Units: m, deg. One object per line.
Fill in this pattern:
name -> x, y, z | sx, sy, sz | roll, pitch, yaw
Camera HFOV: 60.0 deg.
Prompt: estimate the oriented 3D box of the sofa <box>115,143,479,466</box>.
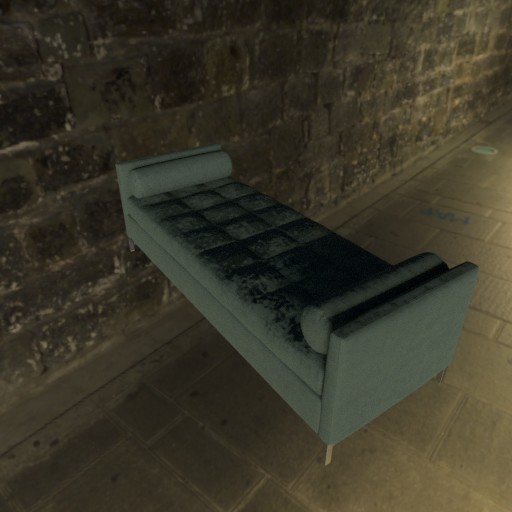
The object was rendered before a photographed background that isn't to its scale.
sofa -> 0.000, 0.000, 2.488 | 0.797, 0.657, 2.102 | -20, 36, -29
